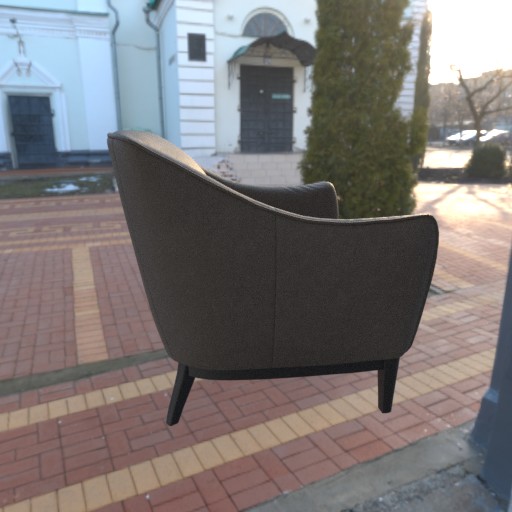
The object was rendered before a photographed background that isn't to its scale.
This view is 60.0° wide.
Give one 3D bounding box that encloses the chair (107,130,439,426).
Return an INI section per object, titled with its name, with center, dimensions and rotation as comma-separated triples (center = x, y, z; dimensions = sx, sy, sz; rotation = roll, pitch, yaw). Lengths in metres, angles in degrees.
[chair]
center = 0.000, 0.000, 1.520
dimensions = 0.852, 0.830, 0.871
rotation = -3, 16, -9
